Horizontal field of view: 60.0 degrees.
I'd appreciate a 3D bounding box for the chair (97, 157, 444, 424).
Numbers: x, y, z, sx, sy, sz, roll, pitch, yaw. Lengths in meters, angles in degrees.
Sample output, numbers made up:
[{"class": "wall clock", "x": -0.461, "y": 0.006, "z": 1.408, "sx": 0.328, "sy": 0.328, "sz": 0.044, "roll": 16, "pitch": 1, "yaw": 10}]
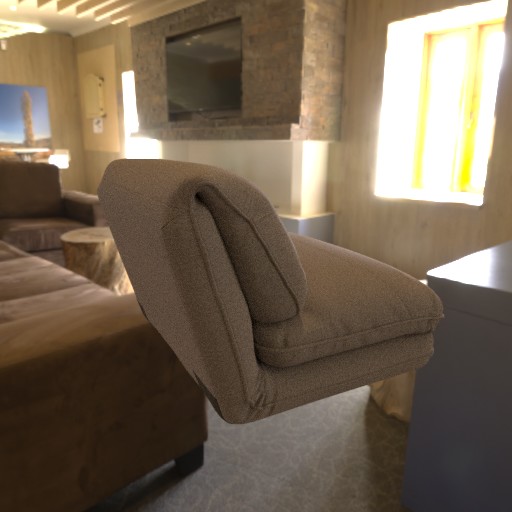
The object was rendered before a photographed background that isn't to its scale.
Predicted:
[{"class": "chair", "x": 0.000, "y": 0.000, "z": 1.343, "sx": 0.780, "sy": 0.580, "sz": 0.820, "roll": -8, "pitch": 16, "yaw": -27}]
